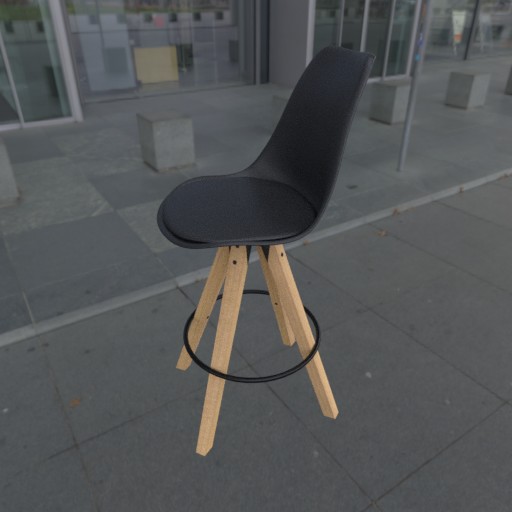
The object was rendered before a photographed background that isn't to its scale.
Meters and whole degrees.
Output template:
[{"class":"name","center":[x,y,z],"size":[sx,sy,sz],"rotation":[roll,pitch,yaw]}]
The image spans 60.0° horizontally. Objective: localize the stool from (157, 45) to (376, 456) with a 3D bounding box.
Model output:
[{"class":"stool","center":[0.000,0.000,1.328],"size":[0.550,1.115,0.485],"rotation":[-9,32,-16]}]
